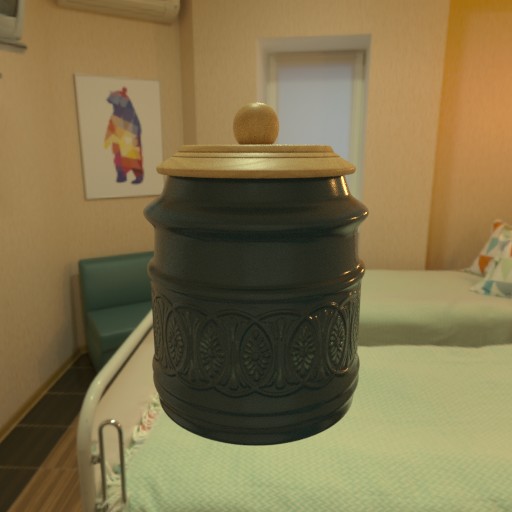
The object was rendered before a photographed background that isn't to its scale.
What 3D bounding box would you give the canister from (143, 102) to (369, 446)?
[{"bbox_3d":[0.000,0.000,0.269,0.130,0.176,0.130,0,14,0],"label":"canister"}]
